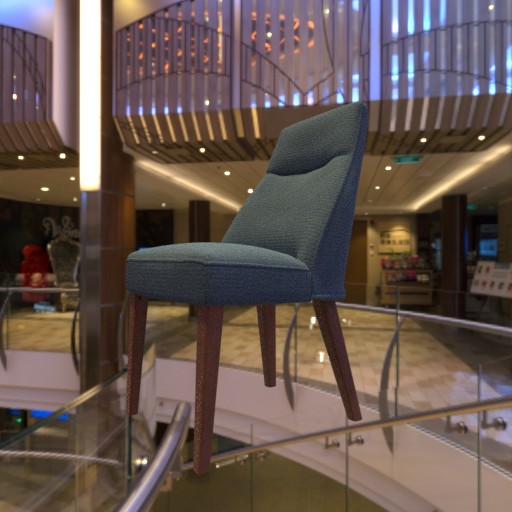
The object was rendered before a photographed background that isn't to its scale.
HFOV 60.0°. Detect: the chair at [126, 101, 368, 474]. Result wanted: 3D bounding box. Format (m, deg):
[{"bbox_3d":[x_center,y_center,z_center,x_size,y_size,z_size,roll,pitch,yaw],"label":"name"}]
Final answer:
[{"bbox_3d":[0.000,0.000,1.300,0.620,0.930,0.500,0,0,-36],"label":"chair"}]
